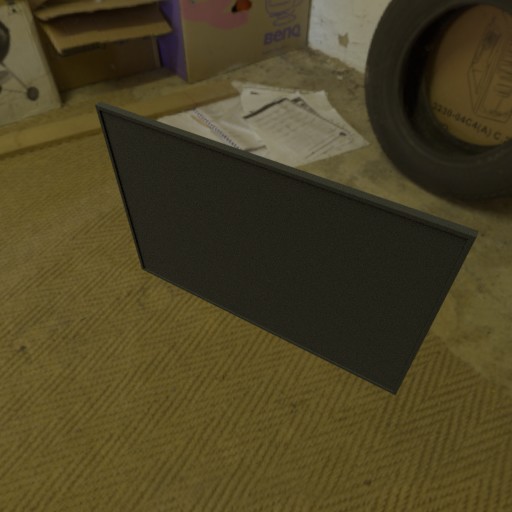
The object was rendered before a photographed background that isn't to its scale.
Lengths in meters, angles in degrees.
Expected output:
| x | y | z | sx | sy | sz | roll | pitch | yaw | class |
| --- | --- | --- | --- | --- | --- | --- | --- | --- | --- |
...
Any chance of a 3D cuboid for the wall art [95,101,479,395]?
| x | y | z | sx | sy | sz | roll | pitch | yaw | class |
| --- | --- | --- | --- | --- | --- | --- | --- | --- | --- |
| 0.000 | 0.000 | 1.523 | 1.190 | 0.805 | 0.028 | 23 | 51 | 20 | wall art |
